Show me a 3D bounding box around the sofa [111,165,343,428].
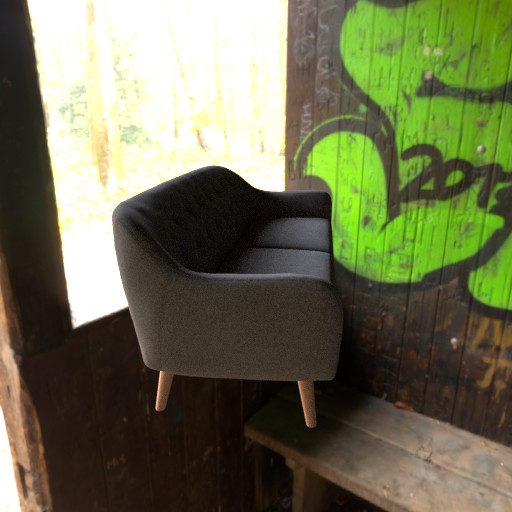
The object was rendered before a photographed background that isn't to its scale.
[{"bbox_3d":[0.000,0.000,2.296,0.820,0.820,1.840,3,18,8],"label":"sofa"}]
